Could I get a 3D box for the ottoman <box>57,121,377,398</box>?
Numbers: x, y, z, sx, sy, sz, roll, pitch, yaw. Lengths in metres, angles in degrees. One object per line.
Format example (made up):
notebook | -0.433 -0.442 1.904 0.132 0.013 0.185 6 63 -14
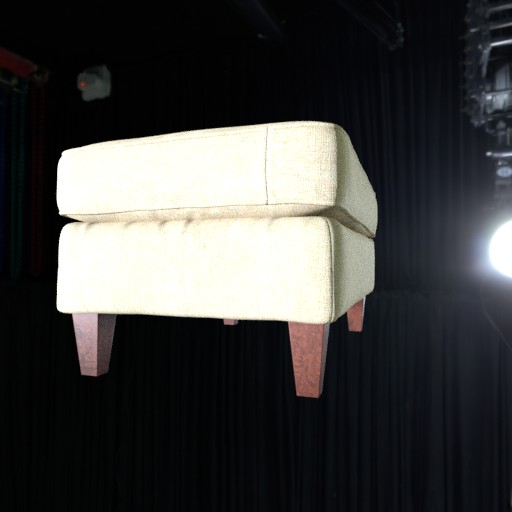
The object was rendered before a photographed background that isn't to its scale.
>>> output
ottoman | 0.000 0.000 1.183 0.583 0.484 0.862 0 -1 19
